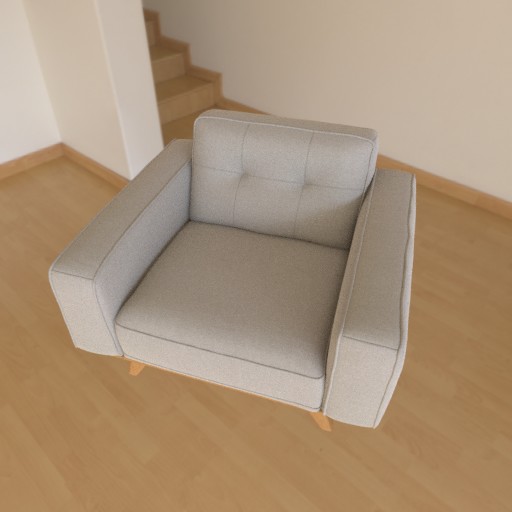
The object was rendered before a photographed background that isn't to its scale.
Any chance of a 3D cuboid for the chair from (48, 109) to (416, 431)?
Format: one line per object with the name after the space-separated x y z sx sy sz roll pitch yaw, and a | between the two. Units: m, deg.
0.000 0.000 1.693 1.115 0.779 0.953 12 42 13 | chair
